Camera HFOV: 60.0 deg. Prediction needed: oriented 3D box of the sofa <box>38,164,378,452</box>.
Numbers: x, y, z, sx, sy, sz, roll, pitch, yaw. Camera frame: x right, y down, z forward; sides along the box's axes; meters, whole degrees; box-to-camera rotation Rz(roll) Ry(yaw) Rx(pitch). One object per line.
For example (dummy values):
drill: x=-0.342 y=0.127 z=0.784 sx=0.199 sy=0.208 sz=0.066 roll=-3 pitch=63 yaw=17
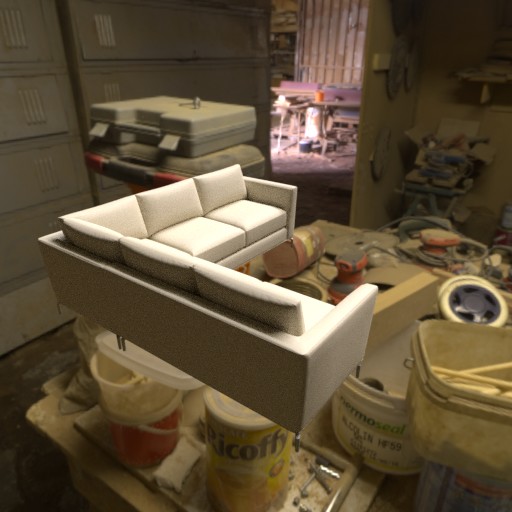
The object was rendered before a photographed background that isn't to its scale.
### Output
sofa: x=0.000 y=0.000 z=3.739 sx=2.430 sy=0.867 sz=2.448 roll=18 pitch=30 yaw=33
